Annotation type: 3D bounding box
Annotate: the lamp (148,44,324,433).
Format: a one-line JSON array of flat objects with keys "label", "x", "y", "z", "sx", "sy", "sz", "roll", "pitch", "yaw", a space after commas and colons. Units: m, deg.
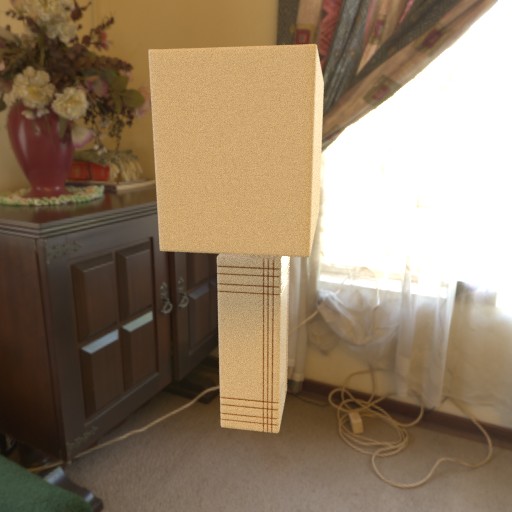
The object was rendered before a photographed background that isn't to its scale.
[{"label": "lamp", "x": 0.000, "y": 0.000, "z": 0.693, "sx": 0.182, "sy": 0.543, "sz": 0.334, "roll": 3, "pitch": 15, "yaw": 9}]
